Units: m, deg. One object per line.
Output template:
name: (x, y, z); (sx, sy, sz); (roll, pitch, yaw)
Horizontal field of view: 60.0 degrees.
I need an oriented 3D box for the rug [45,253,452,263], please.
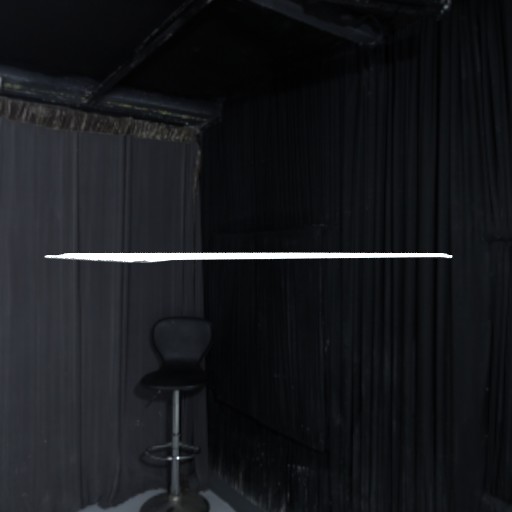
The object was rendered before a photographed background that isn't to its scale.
rug: (0.000, 0.000, 2.950); (2.307, 0.031, 1.494); (0, 1, -36)
